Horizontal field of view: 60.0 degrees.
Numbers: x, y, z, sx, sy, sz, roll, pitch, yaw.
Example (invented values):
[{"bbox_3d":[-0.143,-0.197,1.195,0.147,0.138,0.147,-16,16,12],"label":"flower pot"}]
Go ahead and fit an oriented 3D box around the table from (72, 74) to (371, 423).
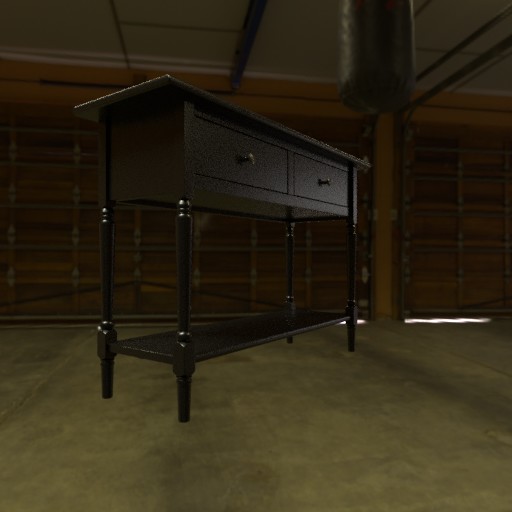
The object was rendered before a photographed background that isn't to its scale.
[{"bbox_3d":[0.000,0.000,1.586,0.386,0.819,1.191,0,0,36],"label":"table"}]
